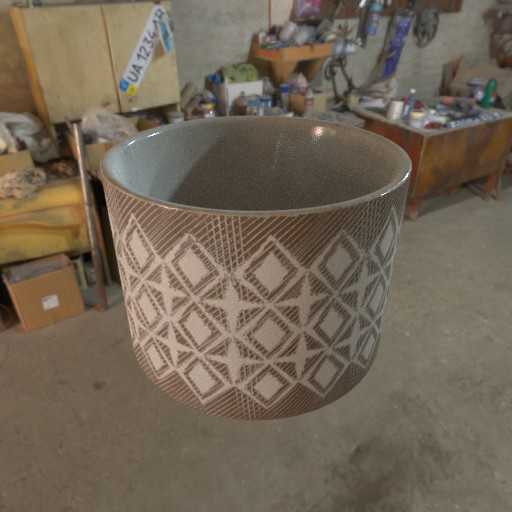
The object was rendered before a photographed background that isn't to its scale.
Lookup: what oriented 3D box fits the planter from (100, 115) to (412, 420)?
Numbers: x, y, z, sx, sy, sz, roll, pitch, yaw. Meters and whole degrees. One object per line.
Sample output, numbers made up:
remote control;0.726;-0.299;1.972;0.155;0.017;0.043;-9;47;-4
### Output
planter;0.000;0.000;0.214;0.126;0.104;0.126;0;31;0
